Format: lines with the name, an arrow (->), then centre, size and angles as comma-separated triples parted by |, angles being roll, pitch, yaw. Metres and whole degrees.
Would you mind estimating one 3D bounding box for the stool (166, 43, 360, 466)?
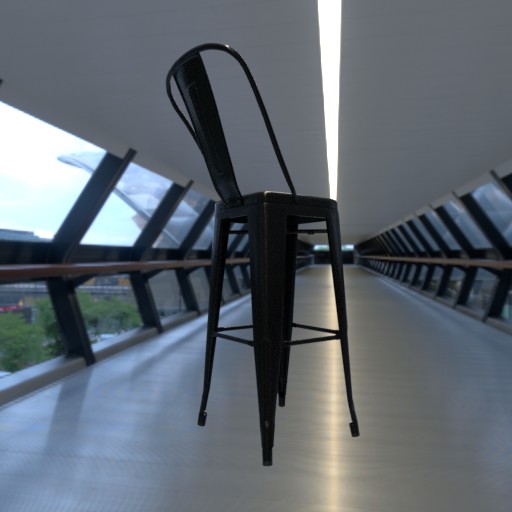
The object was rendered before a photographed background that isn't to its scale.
stool -> 0.000, 0.000, 1.355 | 0.513, 1.096, 0.399 | 1, -1, -36
